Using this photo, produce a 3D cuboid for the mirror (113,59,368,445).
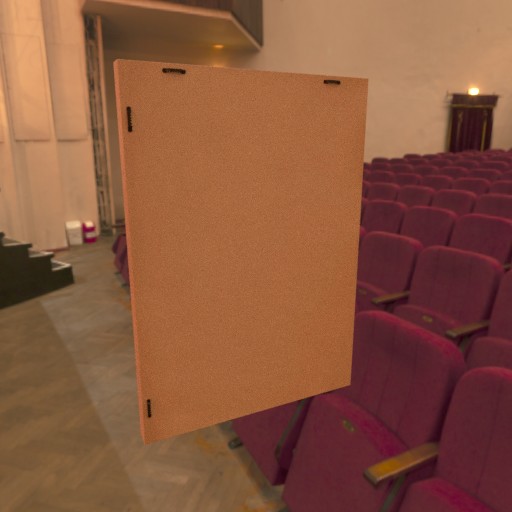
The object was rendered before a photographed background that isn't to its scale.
[{"bbox_3d":[0.000,0.000,0.913,0.507,0.710,0.040,-7,16,-25],"label":"mirror"}]
